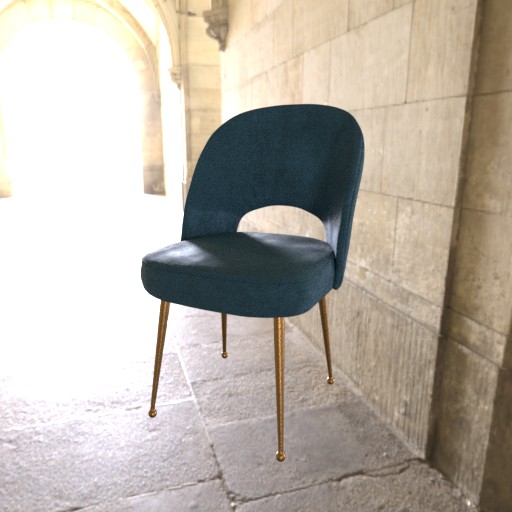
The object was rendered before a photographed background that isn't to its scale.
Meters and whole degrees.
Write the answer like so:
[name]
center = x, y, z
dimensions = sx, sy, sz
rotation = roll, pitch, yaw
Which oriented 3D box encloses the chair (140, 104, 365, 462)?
[chair]
center = 0.000, 0.000, 1.261
dimensions = 0.527, 0.860, 0.577
rotation = 7, 16, 26
